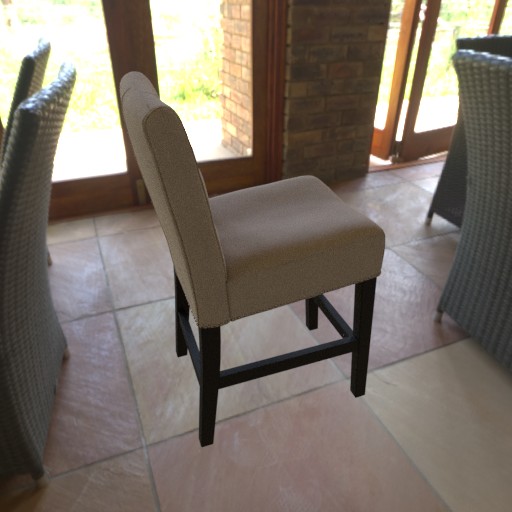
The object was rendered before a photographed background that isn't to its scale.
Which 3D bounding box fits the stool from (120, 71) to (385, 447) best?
[{"bbox_3d":[0.000,0.000,1.174,0.571,0.885,0.427,-10,32,-16],"label":"stool"}]
